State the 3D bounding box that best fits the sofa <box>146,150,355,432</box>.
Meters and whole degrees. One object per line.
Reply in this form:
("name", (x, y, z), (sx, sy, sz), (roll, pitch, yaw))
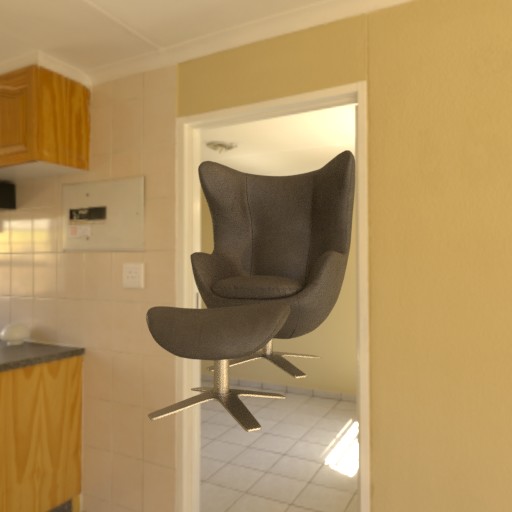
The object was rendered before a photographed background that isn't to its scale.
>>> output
("sofa", (0.000, 0.000, 2.148), (0.894, 1.135, 1.444), (0, -1, 17))
